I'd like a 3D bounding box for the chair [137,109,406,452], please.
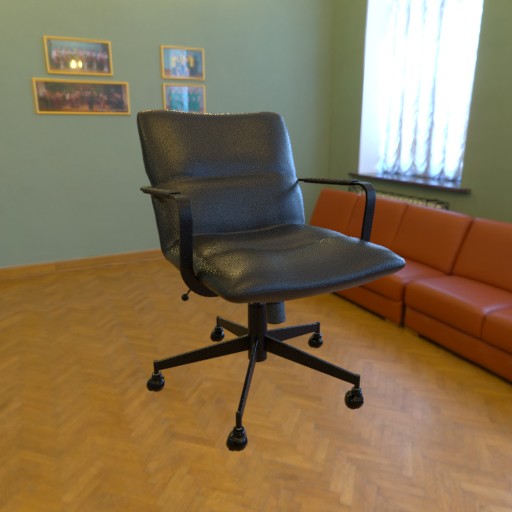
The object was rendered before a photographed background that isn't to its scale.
[{"bbox_3d":[0.000,0.000,1.438,0.719,0.922,0.748,-8,18,-27],"label":"chair"}]
